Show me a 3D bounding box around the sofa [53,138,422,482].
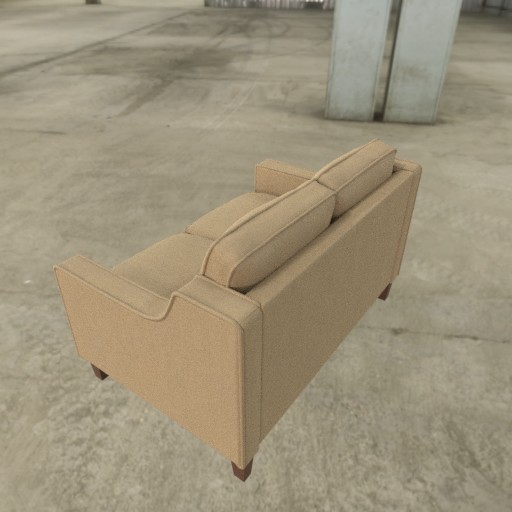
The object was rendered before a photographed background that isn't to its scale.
[{"bbox_3d":[0.000,0.000,2.137,0.987,0.971,1.501,21,38,30],"label":"sofa"}]
